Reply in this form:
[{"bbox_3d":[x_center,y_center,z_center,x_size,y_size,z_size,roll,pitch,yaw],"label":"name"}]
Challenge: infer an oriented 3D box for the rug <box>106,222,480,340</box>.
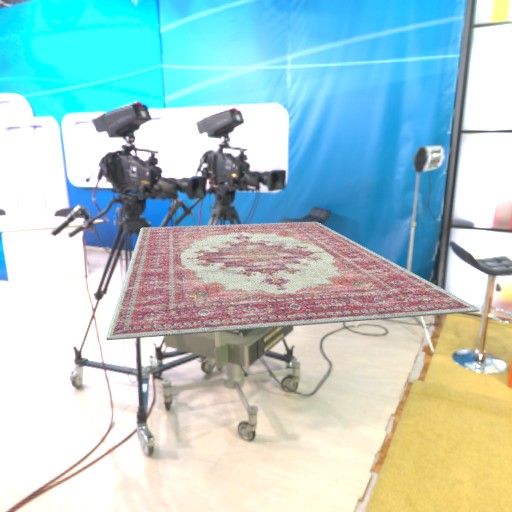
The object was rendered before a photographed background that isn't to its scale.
[{"bbox_3d":[0.000,0.000,2.831,1.555,0.011,2.232,-3,15,-10],"label":"rug"}]
